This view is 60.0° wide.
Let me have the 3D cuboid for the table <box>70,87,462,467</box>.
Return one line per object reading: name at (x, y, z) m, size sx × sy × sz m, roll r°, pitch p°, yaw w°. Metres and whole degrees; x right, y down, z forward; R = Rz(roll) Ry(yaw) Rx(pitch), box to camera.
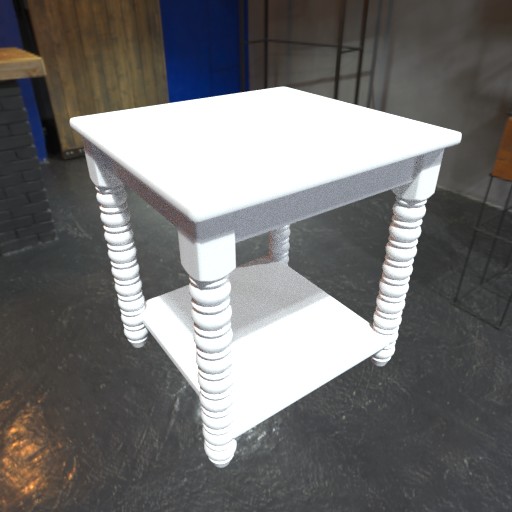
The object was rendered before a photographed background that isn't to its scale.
table at (0.000, 0.000, 0.957) m, size 0.533 × 0.563 × 0.500 m, roll -21°, pitch 37°, yaw -30°
